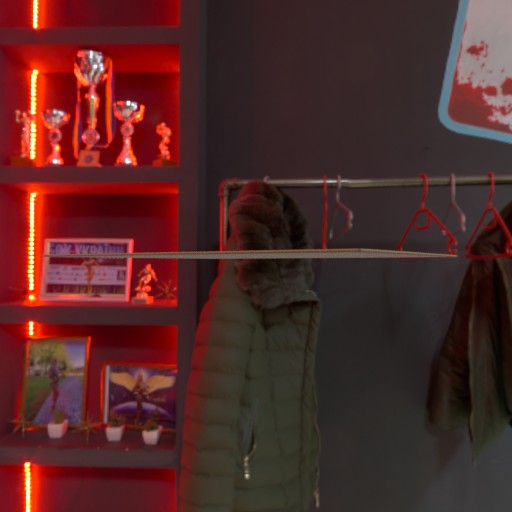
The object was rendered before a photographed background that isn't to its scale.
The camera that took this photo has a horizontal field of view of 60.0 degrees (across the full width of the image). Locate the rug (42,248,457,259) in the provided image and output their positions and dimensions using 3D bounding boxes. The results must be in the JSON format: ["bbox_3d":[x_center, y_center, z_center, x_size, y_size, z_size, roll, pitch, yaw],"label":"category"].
[{"bbox_3d":[0.000,0.000,4.098,3.041,0.020,2.413,-1,-1,35],"label":"rug"}]
